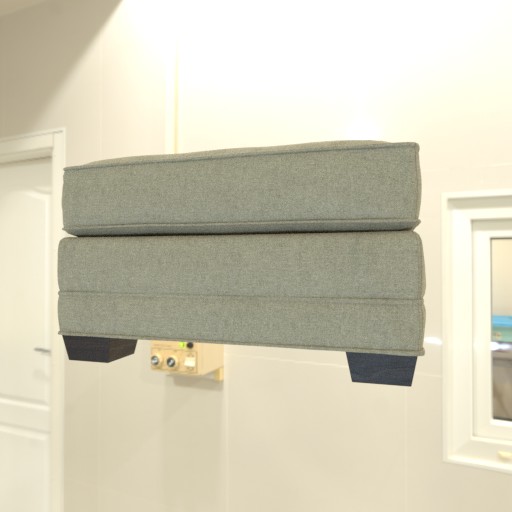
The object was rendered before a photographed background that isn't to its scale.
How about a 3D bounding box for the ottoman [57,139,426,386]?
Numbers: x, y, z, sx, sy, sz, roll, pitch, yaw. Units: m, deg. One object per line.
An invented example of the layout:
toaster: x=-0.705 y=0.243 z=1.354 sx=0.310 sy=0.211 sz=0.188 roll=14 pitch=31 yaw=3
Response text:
ottoman: x=0.000 y=0.000 z=1.219 sx=0.848 sy=0.508 sz=0.611 roll=0 pitch=-1 yaw=17
